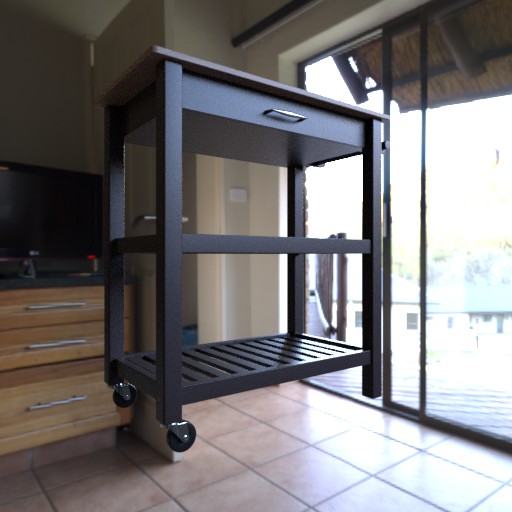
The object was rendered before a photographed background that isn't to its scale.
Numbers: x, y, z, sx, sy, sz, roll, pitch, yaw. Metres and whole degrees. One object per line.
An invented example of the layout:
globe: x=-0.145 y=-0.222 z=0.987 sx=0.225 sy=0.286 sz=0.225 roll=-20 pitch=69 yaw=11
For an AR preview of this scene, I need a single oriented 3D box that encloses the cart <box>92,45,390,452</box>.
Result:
cart: x=0.000 y=0.000 z=1.419 sx=0.899 sy=0.927 sz=0.457 roll=0 pitch=0 yaw=-36
